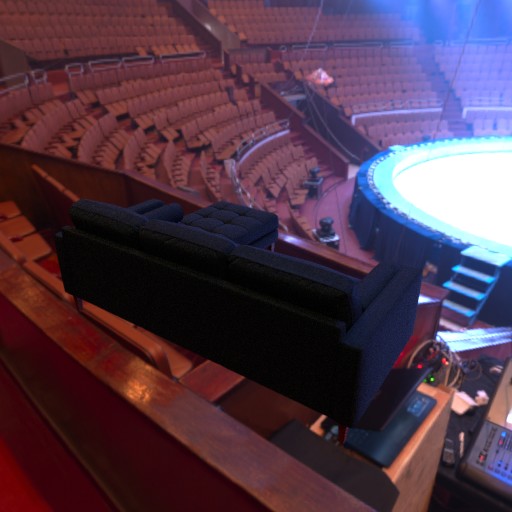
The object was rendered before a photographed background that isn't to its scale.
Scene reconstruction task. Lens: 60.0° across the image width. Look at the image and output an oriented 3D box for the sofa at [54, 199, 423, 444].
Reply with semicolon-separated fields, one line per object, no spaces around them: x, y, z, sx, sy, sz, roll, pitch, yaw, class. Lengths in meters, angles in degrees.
0.000;0.000;3.040;2.185;0.841;1.613;17;31;31;sofa
